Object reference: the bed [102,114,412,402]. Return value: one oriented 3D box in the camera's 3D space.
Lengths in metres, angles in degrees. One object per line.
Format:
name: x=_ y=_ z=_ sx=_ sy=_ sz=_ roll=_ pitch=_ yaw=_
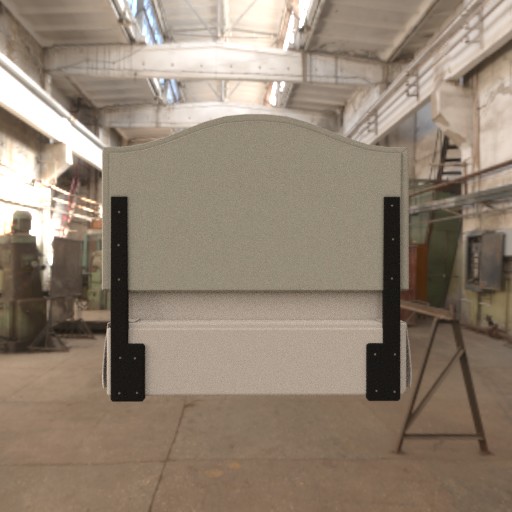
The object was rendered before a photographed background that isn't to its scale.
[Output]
bed: x=0.000 y=0.000 z=3.544 sx=1.813 sy=1.607 sz=2.180 roll=0 pitch=0 yaw=0
